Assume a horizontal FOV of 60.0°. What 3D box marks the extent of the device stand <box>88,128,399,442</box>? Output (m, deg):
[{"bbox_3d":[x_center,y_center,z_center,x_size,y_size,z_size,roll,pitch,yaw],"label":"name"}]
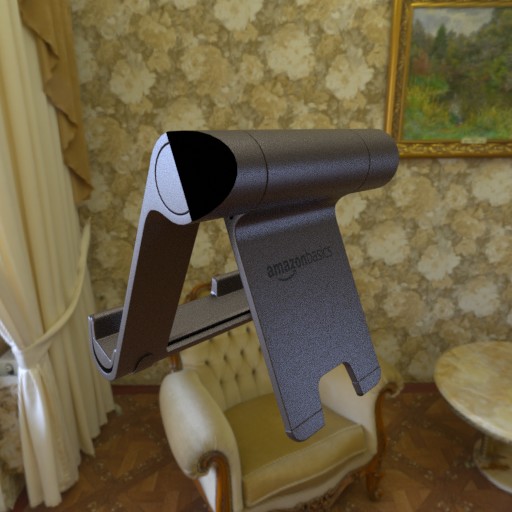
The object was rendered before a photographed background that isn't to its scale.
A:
[{"bbox_3d":[0.000,0.000,0.152,0.079,0.084,0.088,15,22,42],"label":"device stand"}]
